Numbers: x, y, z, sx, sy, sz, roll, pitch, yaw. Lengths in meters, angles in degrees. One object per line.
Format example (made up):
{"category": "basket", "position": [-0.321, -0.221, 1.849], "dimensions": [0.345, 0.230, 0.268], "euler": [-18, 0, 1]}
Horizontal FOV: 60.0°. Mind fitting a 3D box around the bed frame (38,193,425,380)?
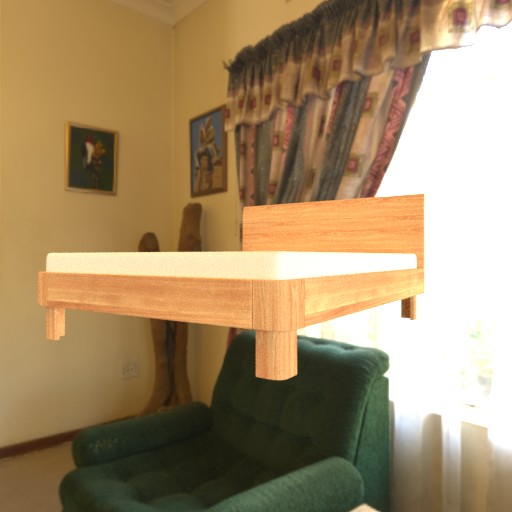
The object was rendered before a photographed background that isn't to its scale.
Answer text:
{"category": "bed frame", "position": [0.000, 0.000, 2.926], "dimensions": [1.660, 0.940, 2.092], "euler": [0, 0, 34]}
